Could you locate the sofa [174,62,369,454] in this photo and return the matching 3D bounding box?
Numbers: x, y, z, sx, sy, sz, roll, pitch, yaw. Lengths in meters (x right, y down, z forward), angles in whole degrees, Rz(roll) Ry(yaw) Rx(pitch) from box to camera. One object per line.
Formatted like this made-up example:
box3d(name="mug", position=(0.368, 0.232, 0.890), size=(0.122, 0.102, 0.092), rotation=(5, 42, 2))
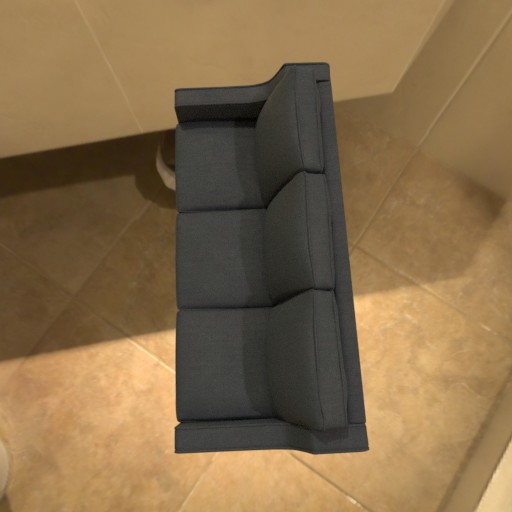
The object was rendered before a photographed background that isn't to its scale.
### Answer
box3d(name="sofa", position=(0.000, 0.000, 2.506), size=(0.911, 0.974, 1.986), rotation=(-3, 75, -1))
